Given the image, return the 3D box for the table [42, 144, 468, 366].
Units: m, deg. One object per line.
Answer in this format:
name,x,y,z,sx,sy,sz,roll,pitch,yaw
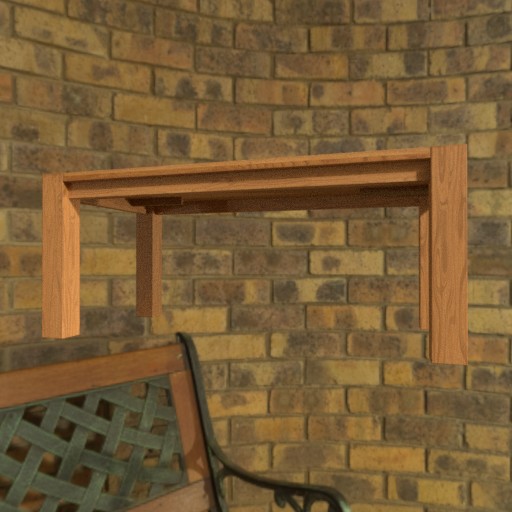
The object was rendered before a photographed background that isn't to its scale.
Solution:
table,0.000,0.000,2.214,1.800,0.760,0.900,0,0,18
